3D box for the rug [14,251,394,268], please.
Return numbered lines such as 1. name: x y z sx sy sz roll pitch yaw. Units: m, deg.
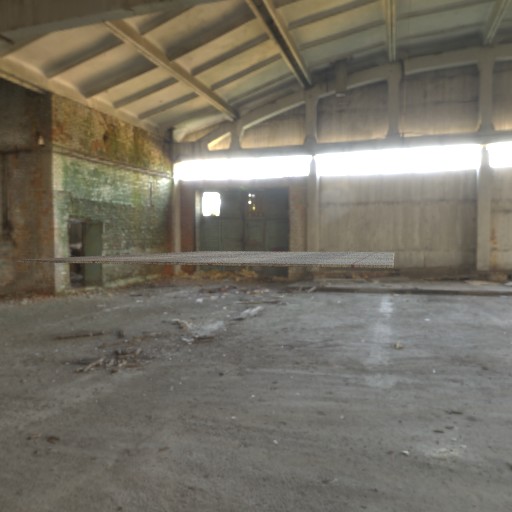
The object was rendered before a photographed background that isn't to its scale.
1. rug: 0.000 0.000 3.901 2.317 0.016 2.959 1 2 17
